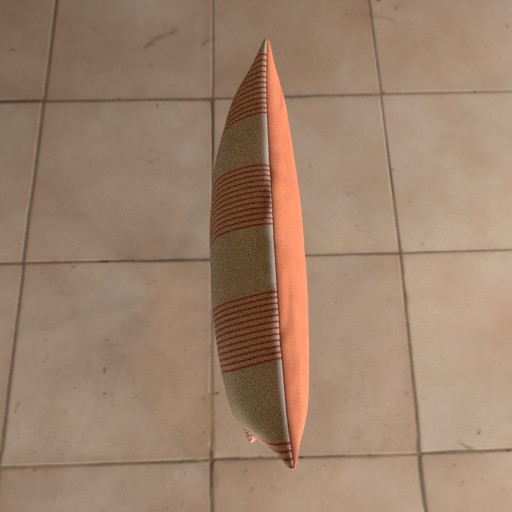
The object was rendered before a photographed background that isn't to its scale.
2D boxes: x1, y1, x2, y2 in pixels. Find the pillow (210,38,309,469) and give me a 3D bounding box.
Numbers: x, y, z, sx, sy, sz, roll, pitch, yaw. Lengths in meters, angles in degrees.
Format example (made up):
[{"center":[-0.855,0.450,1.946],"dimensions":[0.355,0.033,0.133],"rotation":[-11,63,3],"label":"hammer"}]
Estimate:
[{"center":[0.000,0.000,0.734],"dimensions":[0.156,0.292,0.608],"rotation":[-3,74,-1],"label":"pillow"}]
